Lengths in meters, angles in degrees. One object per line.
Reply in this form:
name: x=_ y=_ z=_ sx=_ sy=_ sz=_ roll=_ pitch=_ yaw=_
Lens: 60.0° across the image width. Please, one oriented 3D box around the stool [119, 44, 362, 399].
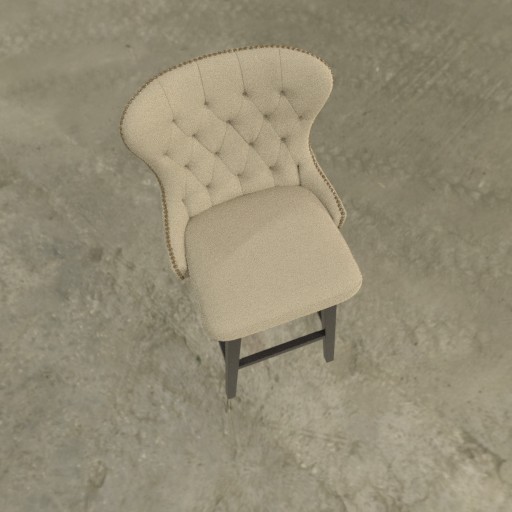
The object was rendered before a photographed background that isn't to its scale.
stool: x=0.000 y=0.000 z=1.395 sx=0.528 sy=1.066 sz=0.605 roll=-18 pitch=66 yaw=-8
